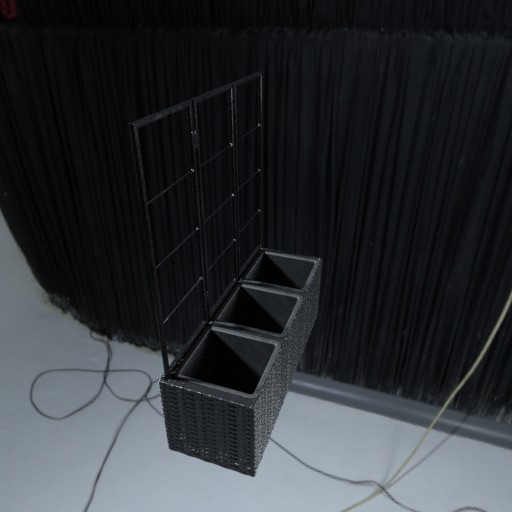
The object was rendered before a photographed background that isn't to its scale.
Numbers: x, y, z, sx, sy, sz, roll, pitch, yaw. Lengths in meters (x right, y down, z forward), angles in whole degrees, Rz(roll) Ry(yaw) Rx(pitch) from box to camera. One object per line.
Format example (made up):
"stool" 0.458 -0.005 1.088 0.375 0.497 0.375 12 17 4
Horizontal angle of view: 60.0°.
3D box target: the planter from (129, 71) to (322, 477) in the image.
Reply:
"planter" 0.000 0.000 1.202 0.244 0.841 0.698 10 32 17
